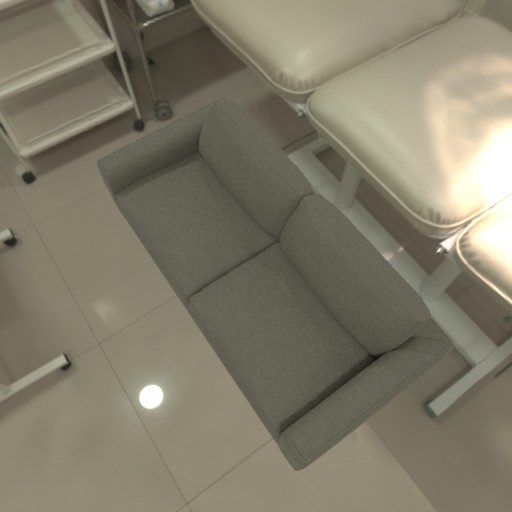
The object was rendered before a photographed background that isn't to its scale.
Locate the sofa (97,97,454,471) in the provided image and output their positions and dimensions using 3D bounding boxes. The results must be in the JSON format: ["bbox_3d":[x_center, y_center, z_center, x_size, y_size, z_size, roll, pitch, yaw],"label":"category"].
[{"bbox_3d":[0.000,0.000,2.772,1.070,0.801,2.262,-32,67,-15],"label":"sofa"}]
